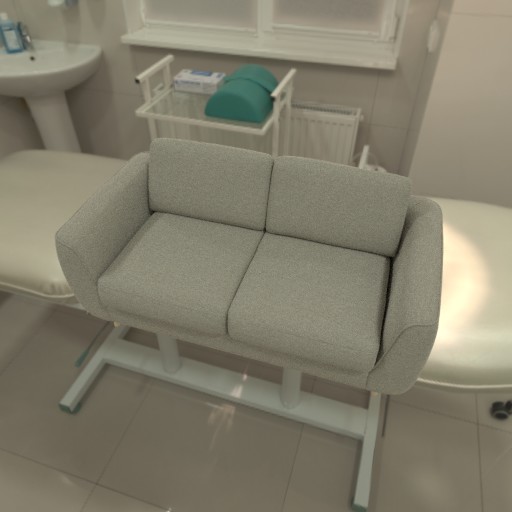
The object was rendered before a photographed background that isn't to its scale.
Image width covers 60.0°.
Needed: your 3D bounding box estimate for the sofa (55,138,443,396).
[{"bbox_3d":[0.000,0.000,2.211,1.700,0.850,0.920,12,43,13],"label":"sofa"}]
